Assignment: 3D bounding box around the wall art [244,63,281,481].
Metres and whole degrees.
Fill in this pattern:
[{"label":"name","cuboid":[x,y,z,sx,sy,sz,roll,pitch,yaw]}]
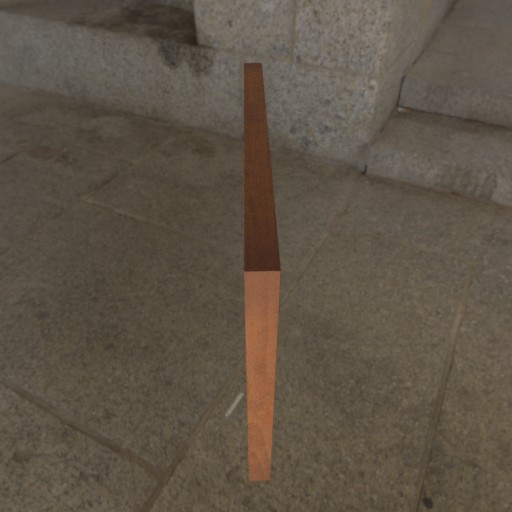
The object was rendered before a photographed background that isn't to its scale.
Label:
[{"label":"wall art","cuboid":[0.000,0.000,0.760,0.033,0.457,0.558,-1,42,-1]}]
